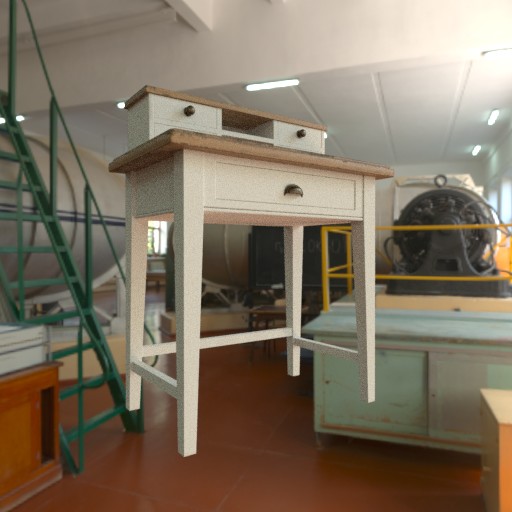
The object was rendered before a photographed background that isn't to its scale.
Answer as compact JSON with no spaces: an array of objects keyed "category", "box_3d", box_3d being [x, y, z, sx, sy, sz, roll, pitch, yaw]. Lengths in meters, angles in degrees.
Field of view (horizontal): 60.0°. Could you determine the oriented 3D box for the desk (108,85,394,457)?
[{"category":"desk","box_3d":[0.000,0.000,1.448,0.814,0.981,0.462,0,1,-35]}]
